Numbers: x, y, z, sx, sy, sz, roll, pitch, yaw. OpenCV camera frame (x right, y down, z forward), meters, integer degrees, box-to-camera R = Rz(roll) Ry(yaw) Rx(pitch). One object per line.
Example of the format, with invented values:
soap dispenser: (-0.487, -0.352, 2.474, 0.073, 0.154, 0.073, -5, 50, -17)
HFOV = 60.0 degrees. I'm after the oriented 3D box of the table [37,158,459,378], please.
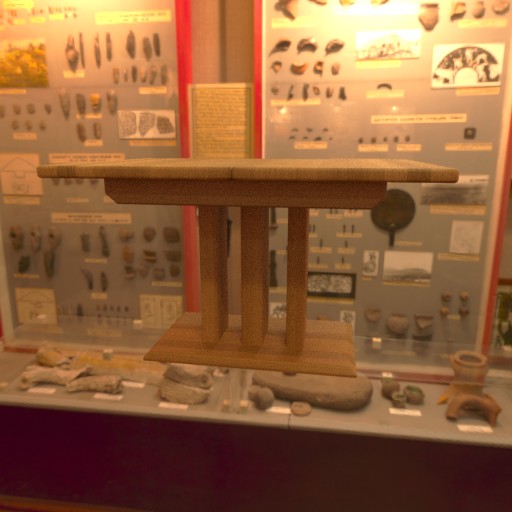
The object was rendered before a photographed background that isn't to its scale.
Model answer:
table: (0.000, 0.000, 1.853, 1.300, 0.770, 0.900, 2, 14, 9)
